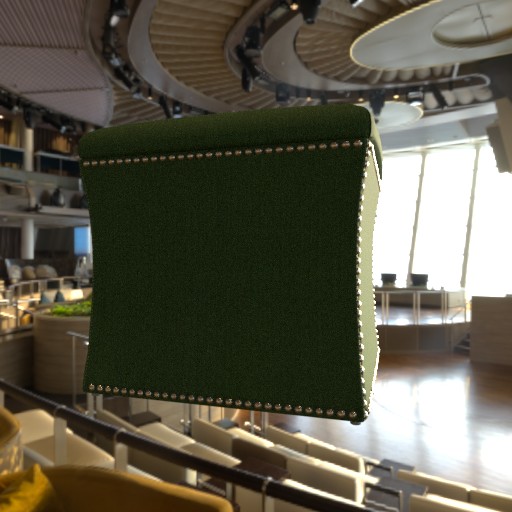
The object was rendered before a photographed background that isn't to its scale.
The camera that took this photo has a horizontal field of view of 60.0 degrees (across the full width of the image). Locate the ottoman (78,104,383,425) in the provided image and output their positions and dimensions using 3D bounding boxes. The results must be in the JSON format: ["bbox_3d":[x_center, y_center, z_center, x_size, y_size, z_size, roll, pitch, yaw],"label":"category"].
[{"bbox_3d":[0.000,0.000,0.900,0.497,0.475,0.507,0,0,17],"label":"ottoman"}]
